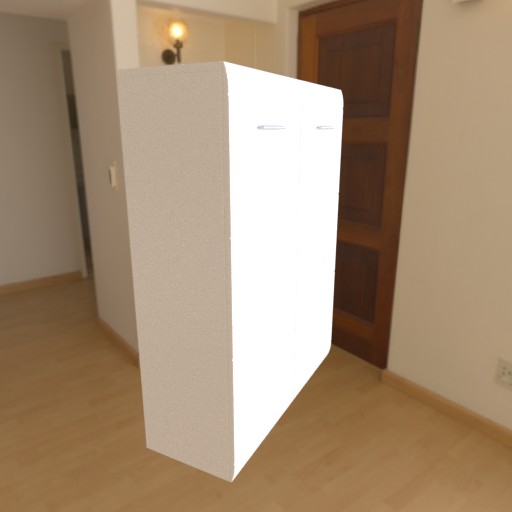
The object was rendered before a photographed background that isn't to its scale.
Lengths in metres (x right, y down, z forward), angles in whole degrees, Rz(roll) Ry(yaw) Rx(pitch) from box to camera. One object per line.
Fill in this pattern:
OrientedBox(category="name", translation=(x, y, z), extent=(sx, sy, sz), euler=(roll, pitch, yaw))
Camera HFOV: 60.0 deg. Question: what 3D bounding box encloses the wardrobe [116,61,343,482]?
OrientedBox(category="wardrobe", translation=(0.000, 0.000, 1.632), extent=(0.360, 1.200, 0.900), euler=(8, 18, 26))
